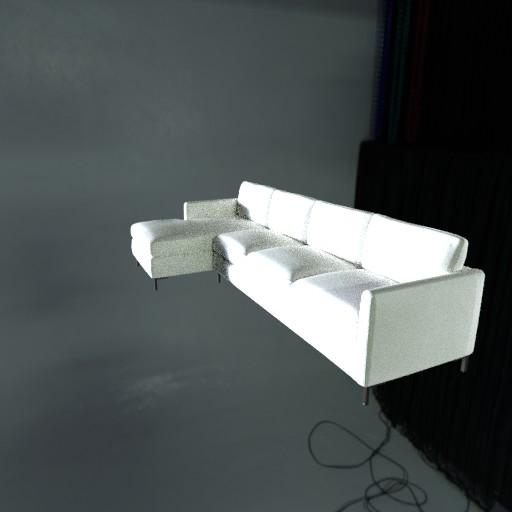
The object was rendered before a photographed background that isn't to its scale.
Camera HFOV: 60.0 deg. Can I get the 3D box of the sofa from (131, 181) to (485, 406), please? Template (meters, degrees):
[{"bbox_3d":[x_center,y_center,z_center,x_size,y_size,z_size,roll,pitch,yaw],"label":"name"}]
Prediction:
[{"bbox_3d":[0.000,0.000,3.676,1.467,0.875,3.186,-8,18,-25],"label":"sofa"}]
